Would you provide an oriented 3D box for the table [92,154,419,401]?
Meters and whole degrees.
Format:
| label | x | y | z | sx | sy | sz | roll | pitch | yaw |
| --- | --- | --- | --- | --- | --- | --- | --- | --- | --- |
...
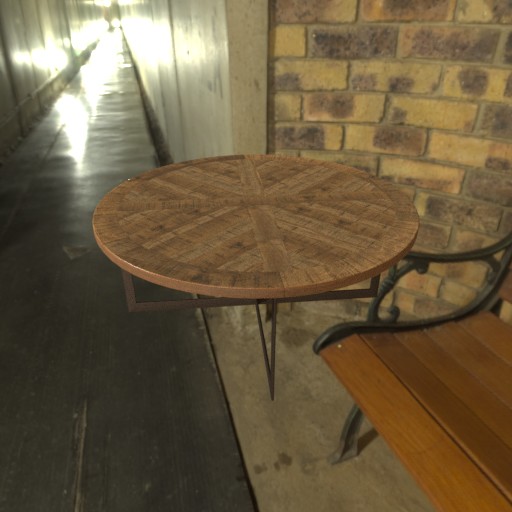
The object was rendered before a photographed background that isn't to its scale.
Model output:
| label | x | y | z | sx | sy | sz | roll | pitch | yaw |
| --- | --- | --- | --- | --- | --- | --- | --- | --- | --- |
| table | 0.000 | 0.000 | 1.926 | 1.264 | 0.516 | 1.264 | 0 | 30 | 0 |
